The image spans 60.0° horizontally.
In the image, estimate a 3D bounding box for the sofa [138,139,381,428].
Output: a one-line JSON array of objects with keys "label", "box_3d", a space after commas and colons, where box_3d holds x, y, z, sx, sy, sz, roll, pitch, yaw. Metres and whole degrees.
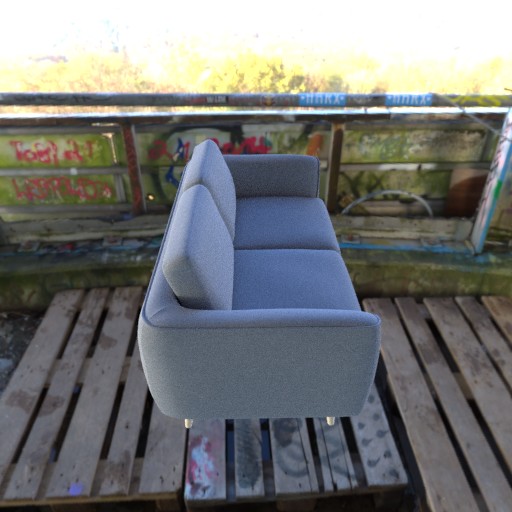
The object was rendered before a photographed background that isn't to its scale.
[{"label": "sofa", "box_3d": [0.000, 0.000, 2.296, 0.920, 0.850, 1.700, -1, 33, -1]}]
